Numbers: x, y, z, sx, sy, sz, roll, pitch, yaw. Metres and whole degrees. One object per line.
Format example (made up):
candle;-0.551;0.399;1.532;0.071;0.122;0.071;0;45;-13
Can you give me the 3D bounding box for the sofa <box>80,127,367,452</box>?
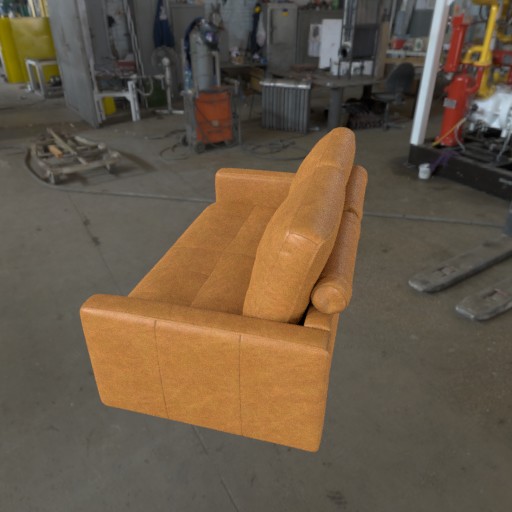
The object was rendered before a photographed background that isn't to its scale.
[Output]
sofa;0.000;0.000;1.963;0.868;0.898;1.430;8;31;13
